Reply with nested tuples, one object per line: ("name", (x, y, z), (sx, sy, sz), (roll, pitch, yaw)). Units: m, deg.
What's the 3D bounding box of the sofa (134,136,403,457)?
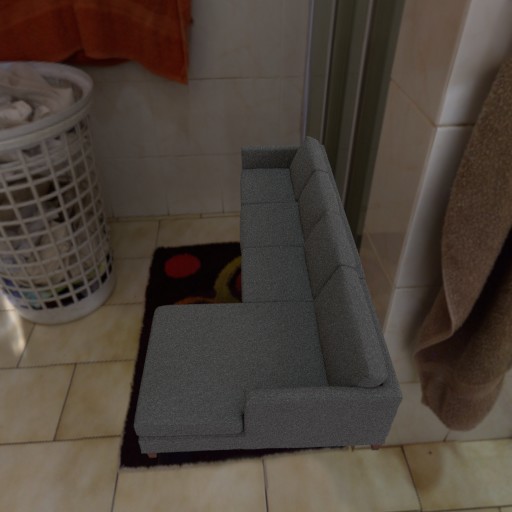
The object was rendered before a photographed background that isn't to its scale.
("sofa", (0.000, 0.000, 3.905), (1.625, 0.846, 3.186), (-1, 41, -1))
